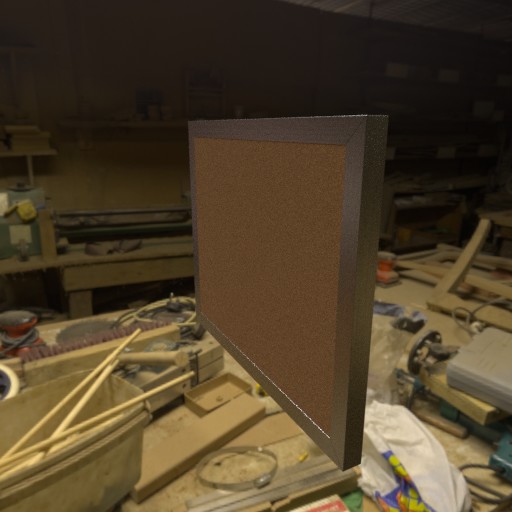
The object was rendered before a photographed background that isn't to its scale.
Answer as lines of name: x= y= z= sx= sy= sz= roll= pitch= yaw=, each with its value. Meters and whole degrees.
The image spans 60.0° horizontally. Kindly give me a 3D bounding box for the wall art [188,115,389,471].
wall art: x=0.000 y=0.000 z=0.774 sx=0.032 sy=0.456 sz=0.557 roll=-8 pitch=18 yaw=-27
